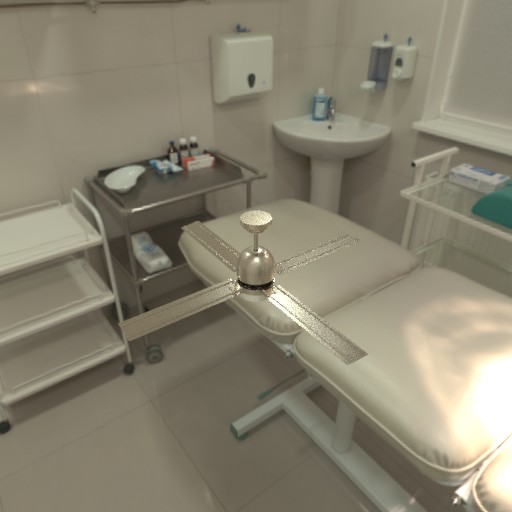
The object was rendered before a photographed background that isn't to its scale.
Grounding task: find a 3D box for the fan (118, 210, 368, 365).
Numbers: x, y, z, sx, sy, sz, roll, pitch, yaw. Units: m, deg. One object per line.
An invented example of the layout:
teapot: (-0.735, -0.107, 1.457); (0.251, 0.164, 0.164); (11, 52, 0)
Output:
fan: (0.000, 0.000, 2.091); (1.346, 0.406, 1.346); (-22, 39, -31)
